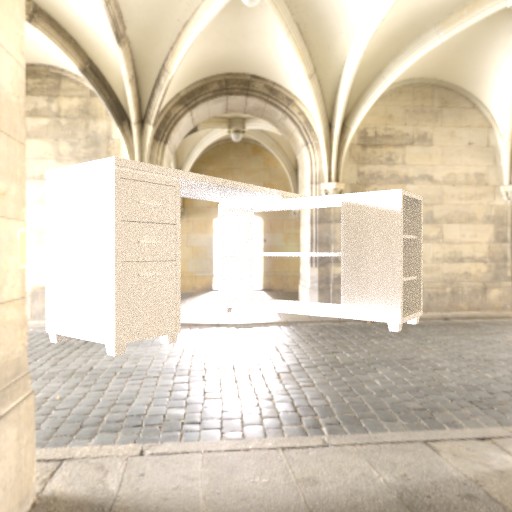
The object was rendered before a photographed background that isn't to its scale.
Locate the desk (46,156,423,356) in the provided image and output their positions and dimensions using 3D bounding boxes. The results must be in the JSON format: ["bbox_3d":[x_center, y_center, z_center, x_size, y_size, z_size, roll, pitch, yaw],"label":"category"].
[{"bbox_3d":[0.000,0.000,2.229,1.199,0.759,1.524,0,1,36],"label":"desk"}]
